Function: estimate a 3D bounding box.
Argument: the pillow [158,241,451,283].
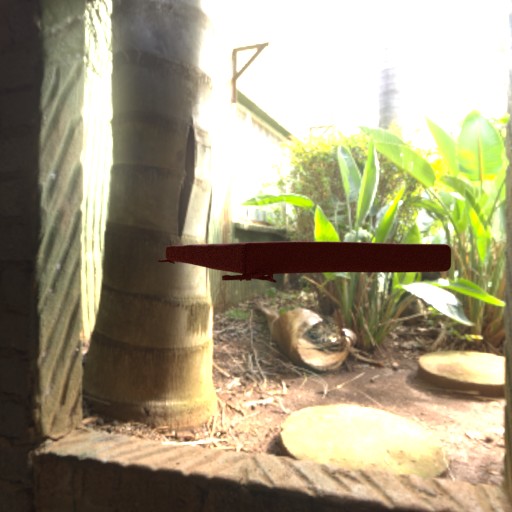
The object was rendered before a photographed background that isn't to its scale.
[{"bbox_3d":[0.000,0.000,1.385,0.492,0.081,1.187,0,1,-18],"label":"pillow"}]
